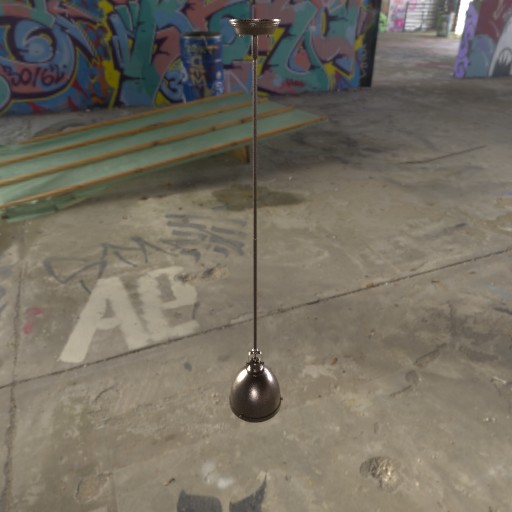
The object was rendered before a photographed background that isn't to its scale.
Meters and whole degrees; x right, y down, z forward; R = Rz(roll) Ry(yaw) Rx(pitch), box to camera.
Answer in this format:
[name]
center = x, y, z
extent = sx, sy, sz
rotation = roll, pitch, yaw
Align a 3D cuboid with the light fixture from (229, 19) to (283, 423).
[light fixture]
center = 0.000, 0.000, 1.454
extent = 0.217, 1.367, 0.211
rotation = -1, 30, -2
